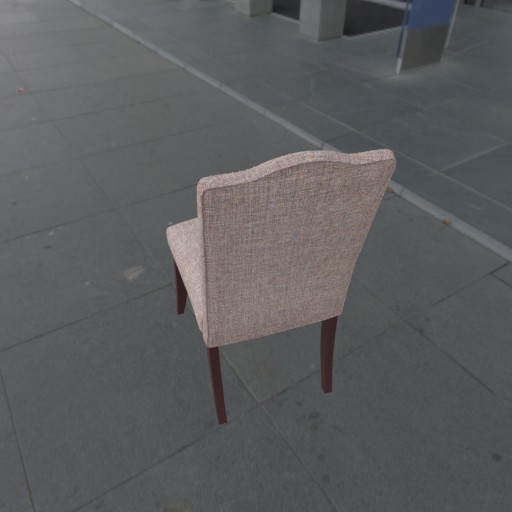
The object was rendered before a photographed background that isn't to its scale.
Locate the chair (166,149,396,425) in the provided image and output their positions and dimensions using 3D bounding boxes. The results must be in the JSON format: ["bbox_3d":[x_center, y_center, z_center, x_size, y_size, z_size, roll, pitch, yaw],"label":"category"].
[{"bbox_3d":[0.000,0.000,1.430,0.513,1.016,0.660,-12,41,-14],"label":"chair"}]
